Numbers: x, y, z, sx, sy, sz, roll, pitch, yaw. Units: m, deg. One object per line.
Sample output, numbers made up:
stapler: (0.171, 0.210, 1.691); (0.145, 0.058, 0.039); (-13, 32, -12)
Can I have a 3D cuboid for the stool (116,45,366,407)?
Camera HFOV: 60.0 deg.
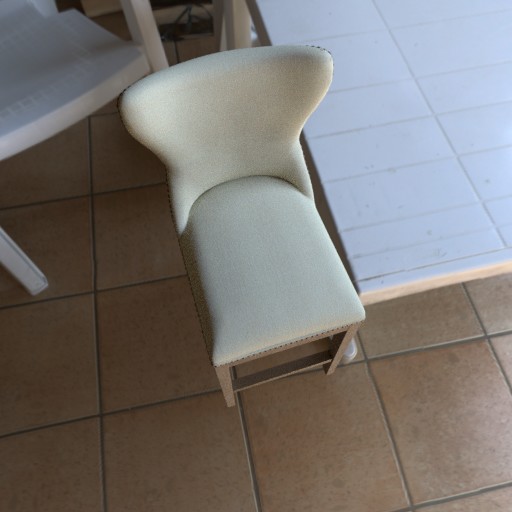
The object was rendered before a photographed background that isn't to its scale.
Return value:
stool: (0.000, 0.000, 1.300); (0.498, 0.981, 0.608); (-16, 63, -8)
